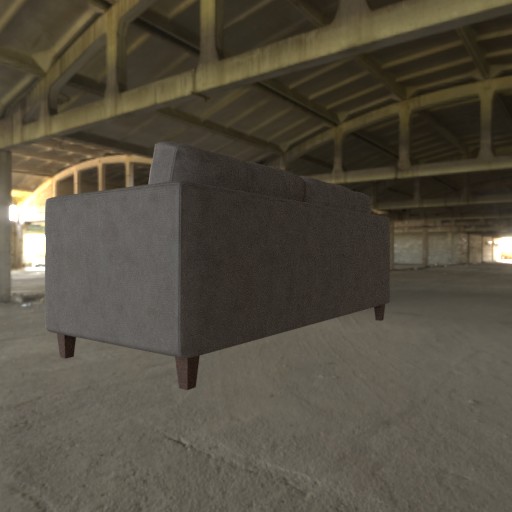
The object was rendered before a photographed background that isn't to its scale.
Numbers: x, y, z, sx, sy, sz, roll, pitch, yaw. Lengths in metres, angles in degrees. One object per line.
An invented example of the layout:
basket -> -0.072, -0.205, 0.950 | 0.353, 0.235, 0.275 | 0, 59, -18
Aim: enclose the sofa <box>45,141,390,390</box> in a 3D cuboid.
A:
sofa -> 0.000, 0.000, 2.716 | 0.951, 0.965, 2.208 | 0, 1, 36
